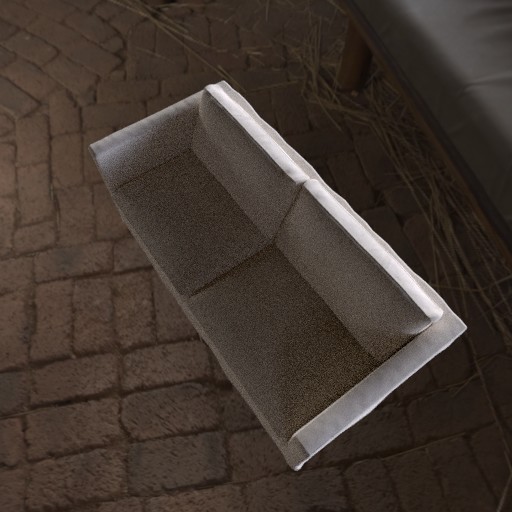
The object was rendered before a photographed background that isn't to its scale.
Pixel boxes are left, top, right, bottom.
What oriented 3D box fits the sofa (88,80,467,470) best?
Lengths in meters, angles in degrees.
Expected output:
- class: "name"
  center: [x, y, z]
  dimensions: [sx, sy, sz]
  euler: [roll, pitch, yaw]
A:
- class: "sofa"
  center: [0.000, 0.000, 2.471]
  dimensions: [0.940, 0.870, 1.987]
  euler: [-32, 66, -16]
